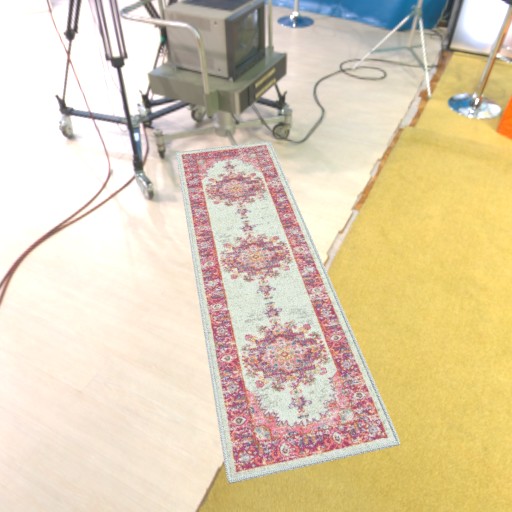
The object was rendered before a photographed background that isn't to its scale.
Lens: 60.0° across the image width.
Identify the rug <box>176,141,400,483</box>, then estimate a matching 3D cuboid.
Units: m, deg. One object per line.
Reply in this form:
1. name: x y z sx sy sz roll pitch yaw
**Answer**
1. rug: 0.000 0.000 1.989 0.562 0.009 1.824 -9 47 -8
